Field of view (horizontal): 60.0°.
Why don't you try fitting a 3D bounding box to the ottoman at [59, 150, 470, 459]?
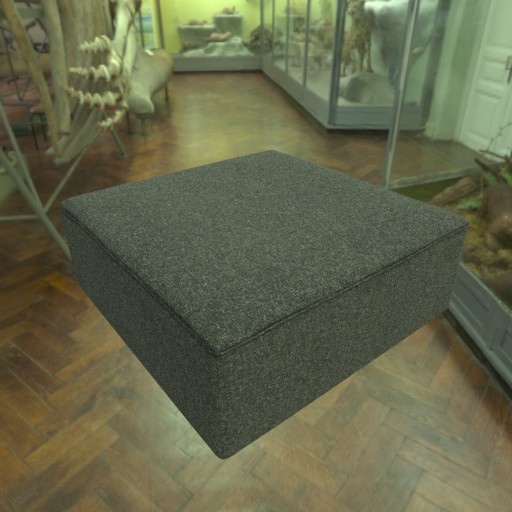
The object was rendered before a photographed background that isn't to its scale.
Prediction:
[{"bbox_3d":[0.000,0.000,1.583,1.021,0.423,1.017,-21,36,-32],"label":"ottoman"}]
